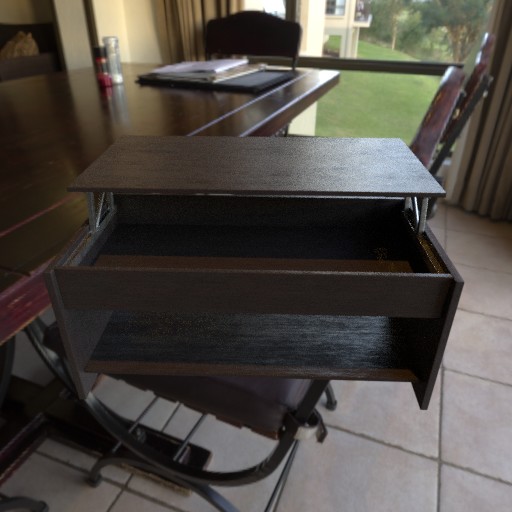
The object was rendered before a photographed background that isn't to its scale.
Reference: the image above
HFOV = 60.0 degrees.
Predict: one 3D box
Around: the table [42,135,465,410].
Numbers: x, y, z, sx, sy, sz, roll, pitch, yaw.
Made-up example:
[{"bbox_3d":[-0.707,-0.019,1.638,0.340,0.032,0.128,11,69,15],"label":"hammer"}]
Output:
[{"bbox_3d":[0.000,0.000,1.429,1.000,0.570,0.712,1,31,2],"label":"table"}]
